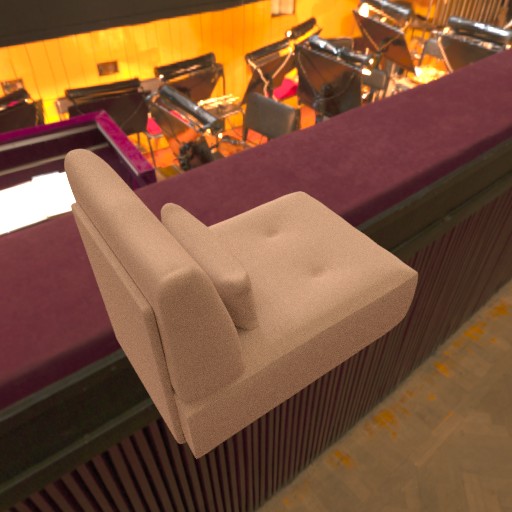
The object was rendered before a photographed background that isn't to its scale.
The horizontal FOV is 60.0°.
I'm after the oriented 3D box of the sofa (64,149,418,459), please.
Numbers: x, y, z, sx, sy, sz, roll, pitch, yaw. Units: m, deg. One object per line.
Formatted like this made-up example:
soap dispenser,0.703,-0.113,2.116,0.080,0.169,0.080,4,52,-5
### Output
sofa,0.000,0.000,1.570,1.000,0.820,0.700,-25,48,-25
